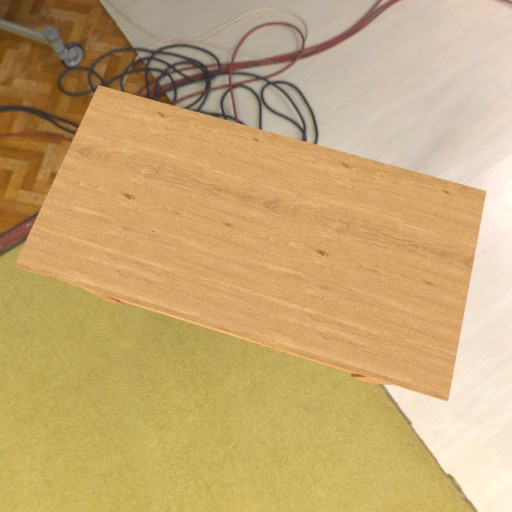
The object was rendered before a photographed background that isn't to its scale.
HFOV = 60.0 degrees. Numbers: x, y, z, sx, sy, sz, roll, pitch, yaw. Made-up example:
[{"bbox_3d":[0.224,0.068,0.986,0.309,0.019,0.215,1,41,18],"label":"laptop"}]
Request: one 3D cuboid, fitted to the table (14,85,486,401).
[{"bbox_3d":[0.000,0.000,1.148,0.899,0.452,0.450,17,75,4],"label":"table"}]
